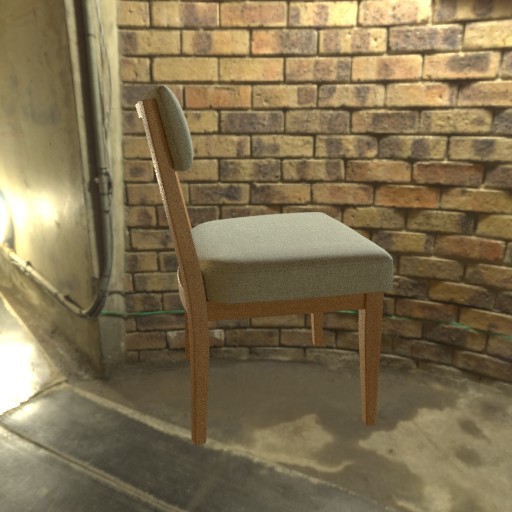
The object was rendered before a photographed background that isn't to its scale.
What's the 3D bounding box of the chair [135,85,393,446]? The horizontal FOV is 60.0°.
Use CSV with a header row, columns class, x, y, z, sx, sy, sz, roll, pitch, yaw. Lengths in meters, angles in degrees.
class,x,y,z,sx,sy,sz,roll,pitch,yaw
chair,0.000,0.000,1.202,0.572,0.832,0.508,-3,17,-10
